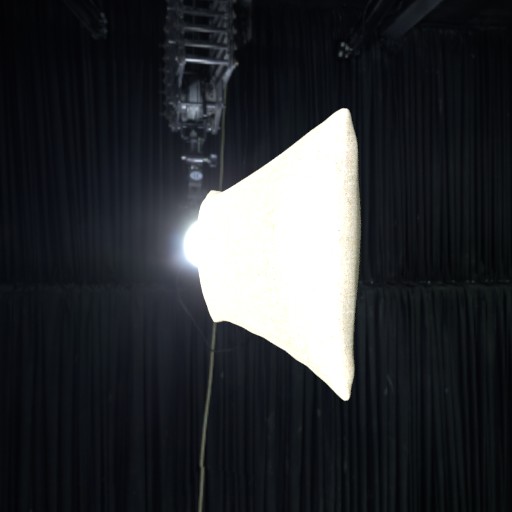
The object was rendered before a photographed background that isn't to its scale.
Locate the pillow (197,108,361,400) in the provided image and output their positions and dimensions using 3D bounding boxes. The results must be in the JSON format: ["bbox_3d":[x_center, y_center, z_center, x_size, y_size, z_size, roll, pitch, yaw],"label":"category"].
[{"bbox_3d":[0.000,0.000,1.043,0.197,0.429,0.859,0,0,-18],"label":"pillow"}]
